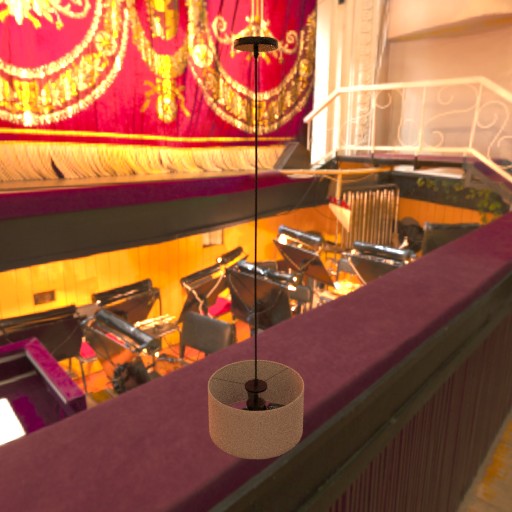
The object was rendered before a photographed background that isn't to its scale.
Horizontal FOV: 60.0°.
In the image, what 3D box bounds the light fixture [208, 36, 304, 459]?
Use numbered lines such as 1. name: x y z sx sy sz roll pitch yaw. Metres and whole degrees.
1. light fixture: 0.000 0.000 1.705 0.399 1.516 0.399 0 15 0
